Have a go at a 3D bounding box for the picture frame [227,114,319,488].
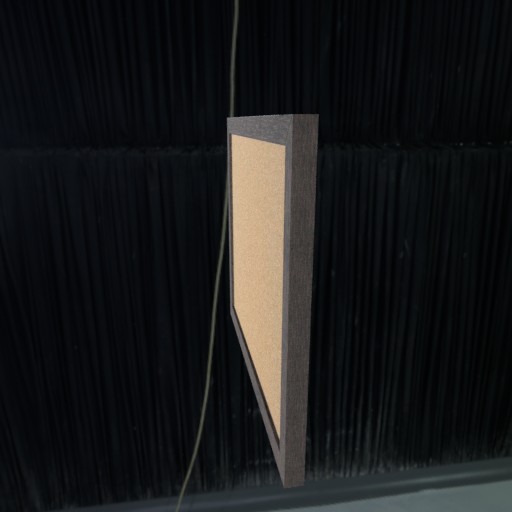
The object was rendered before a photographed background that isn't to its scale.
[{"bbox_3d":[0.000,0.000,0.759,0.026,0.455,0.546,-3,17,-10],"label":"picture frame"}]
